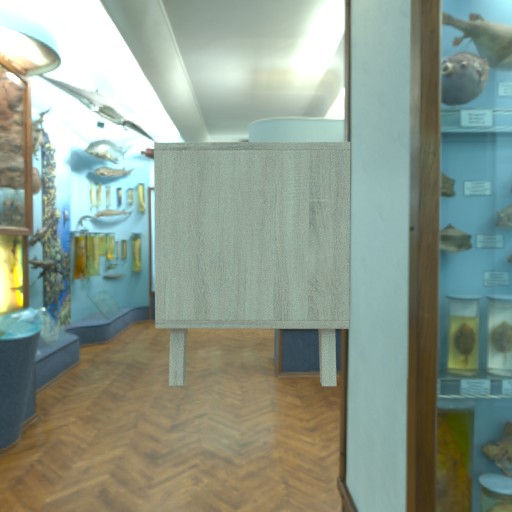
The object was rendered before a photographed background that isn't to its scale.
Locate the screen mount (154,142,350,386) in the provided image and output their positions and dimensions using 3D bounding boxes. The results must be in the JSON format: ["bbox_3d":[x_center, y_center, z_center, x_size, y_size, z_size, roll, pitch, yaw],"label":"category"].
[{"bbox_3d":[0.000,0.000,1.659,0.400,0.510,1.500,0,2,1],"label":"screen mount"}]
